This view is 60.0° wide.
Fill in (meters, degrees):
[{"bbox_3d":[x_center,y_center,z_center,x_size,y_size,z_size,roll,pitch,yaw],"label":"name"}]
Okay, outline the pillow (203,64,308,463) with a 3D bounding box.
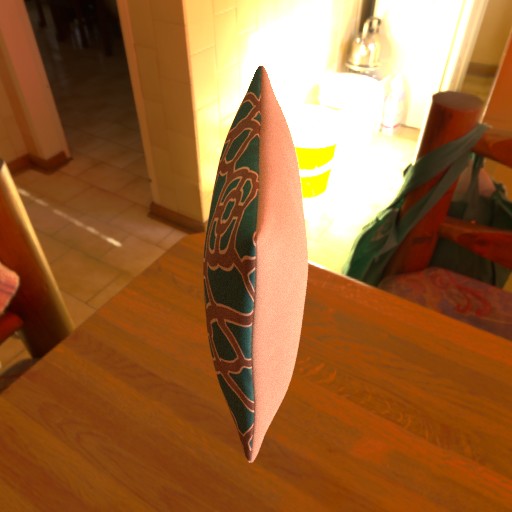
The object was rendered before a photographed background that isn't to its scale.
[{"bbox_3d":[0.000,0.000,0.803,0.166,0.507,0.526,1,41,1],"label":"pillow"}]
